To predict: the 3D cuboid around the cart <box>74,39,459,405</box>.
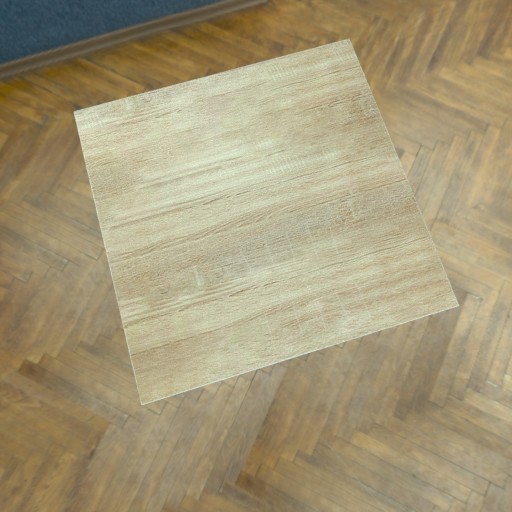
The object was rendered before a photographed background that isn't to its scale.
[{"bbox_3d":[0.000,0.000,1.118,0.521,0.762,0.520,-16,77,-4],"label":"cart"}]
